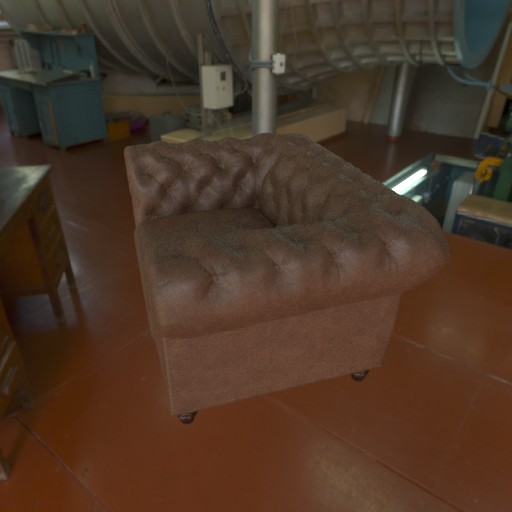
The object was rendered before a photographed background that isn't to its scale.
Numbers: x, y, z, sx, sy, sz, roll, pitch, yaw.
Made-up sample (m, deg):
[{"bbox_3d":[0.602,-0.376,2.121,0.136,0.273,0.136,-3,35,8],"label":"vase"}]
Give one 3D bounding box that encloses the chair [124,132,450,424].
[{"bbox_3d":[0.000,0.000,1.867,0.954,0.784,1.298,-9,30,-15],"label":"chair"}]
